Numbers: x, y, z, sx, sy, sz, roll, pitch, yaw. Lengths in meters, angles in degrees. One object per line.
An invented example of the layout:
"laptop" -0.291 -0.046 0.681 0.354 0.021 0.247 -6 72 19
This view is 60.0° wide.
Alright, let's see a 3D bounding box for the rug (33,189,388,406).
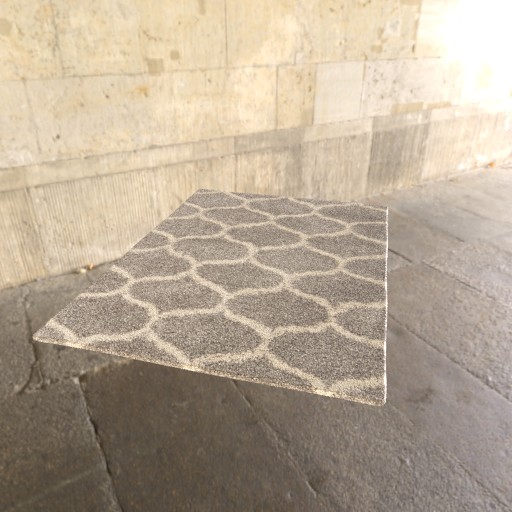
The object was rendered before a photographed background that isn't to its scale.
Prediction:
"rug" 0.000 0.000 2.092 1.200 0.025 1.600 7 29 13
